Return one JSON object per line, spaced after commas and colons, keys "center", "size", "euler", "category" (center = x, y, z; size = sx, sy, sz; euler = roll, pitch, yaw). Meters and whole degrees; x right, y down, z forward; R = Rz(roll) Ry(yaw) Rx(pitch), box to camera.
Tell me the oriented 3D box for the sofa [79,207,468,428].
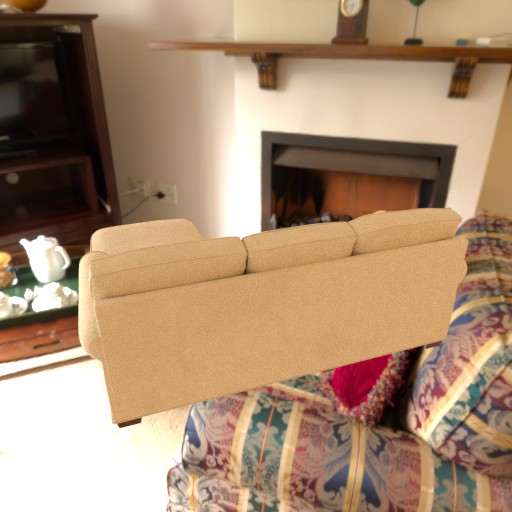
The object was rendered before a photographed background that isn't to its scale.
{"center": [0.000, 0.000, 2.375], "size": [1.770, 0.734, 1.226], "euler": [-9, 29, -17], "category": "sofa"}
